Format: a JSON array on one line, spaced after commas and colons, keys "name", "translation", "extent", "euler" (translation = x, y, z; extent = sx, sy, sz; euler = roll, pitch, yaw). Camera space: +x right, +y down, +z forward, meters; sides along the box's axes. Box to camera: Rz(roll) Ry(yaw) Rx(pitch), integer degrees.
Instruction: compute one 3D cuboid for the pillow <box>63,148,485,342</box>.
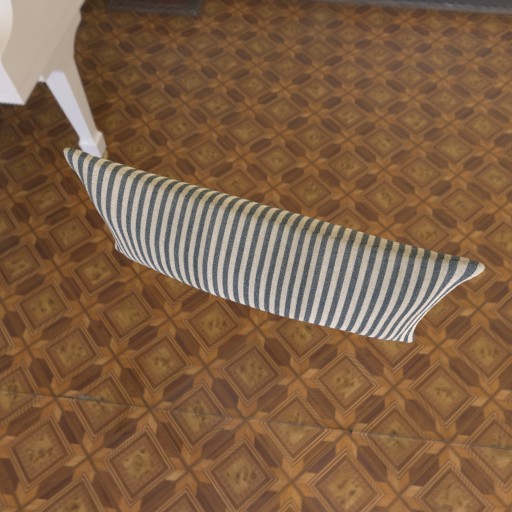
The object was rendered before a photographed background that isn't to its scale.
[{"name": "pillow", "translation": [0.000, 0.000, 0.739], "extent": [0.617, 0.295, 0.151], "euler": [17, 61, 10]}]
